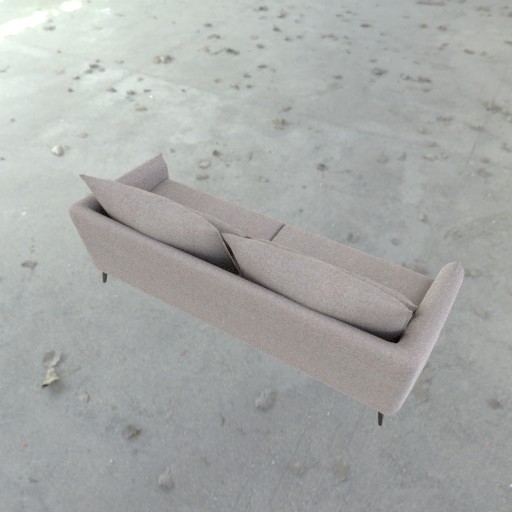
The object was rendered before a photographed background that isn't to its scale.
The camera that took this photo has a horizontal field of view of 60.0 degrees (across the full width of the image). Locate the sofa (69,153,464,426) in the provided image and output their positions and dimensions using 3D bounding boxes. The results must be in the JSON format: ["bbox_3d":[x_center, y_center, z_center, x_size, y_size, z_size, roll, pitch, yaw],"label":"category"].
[{"bbox_3d":[0.000,0.000,2.410,2.022,0.833,0.809,23,50,21],"label":"sofa"}]
